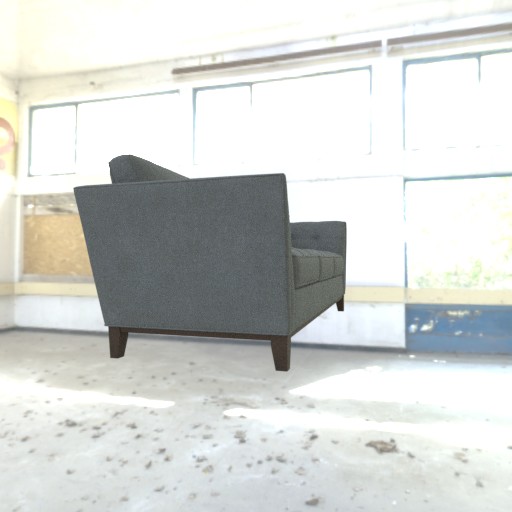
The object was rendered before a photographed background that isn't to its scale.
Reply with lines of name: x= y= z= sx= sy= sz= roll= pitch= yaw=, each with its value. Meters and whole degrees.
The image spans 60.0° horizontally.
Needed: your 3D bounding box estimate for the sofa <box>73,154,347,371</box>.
sofa: x=0.000 y=0.000 z=2.949 sx=0.965 sy=0.940 sz=2.387 roll=0 pitch=0 yaw=17
